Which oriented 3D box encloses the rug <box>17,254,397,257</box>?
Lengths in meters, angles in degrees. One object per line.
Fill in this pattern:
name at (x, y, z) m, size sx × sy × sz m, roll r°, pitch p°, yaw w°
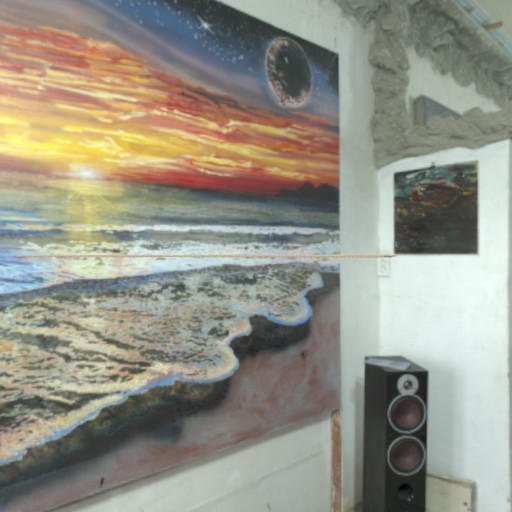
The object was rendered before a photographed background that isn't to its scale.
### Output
rug at (0.000, 0.000, 3.865) m, size 2.288 × 0.018 × 2.895 m, roll 0°, pitch 0°, yaw 19°
